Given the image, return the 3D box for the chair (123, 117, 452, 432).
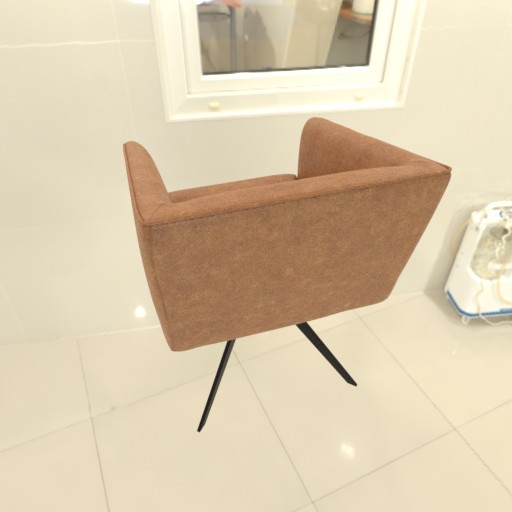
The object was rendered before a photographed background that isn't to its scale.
[{"bbox_3d":[0.000,0.000,1.210,0.588,0.760,0.625,-12,41,-14],"label":"chair"}]
